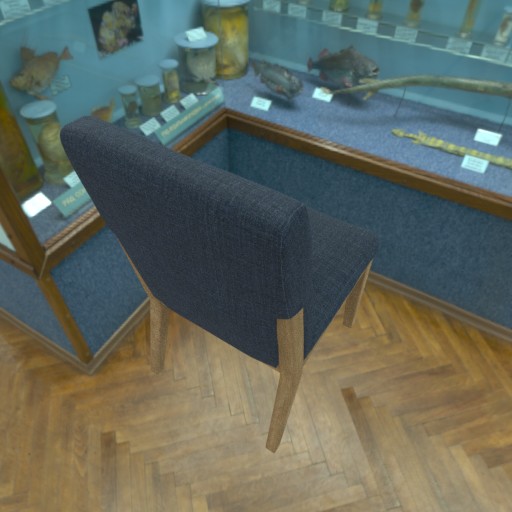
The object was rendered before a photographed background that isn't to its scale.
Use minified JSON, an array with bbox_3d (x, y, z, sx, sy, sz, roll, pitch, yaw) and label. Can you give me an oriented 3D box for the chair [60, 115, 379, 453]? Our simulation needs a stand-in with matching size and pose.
[{"bbox_3d":[0.000,0.000,1.183,0.507,0.911,0.586,26,52,22],"label":"chair"}]
